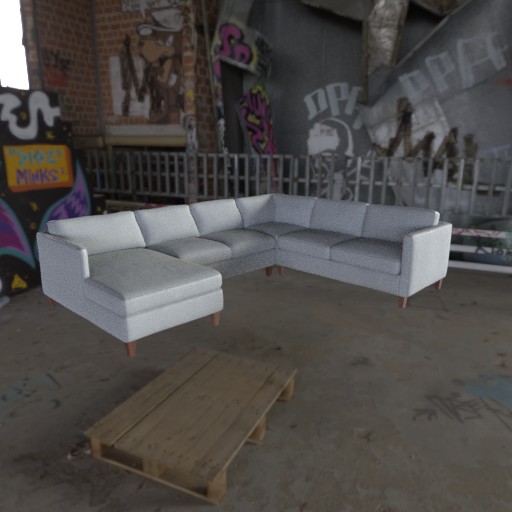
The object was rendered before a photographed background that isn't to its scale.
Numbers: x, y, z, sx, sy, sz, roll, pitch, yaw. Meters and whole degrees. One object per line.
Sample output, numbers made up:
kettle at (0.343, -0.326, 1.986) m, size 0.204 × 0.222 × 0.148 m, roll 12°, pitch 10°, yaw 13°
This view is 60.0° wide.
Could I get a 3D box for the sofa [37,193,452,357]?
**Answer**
sofa at (0.000, 0.000, 4.355) m, size 2.551 × 0.853 × 3.238 m, roll 14°, pitch 20°, yaw 43°
